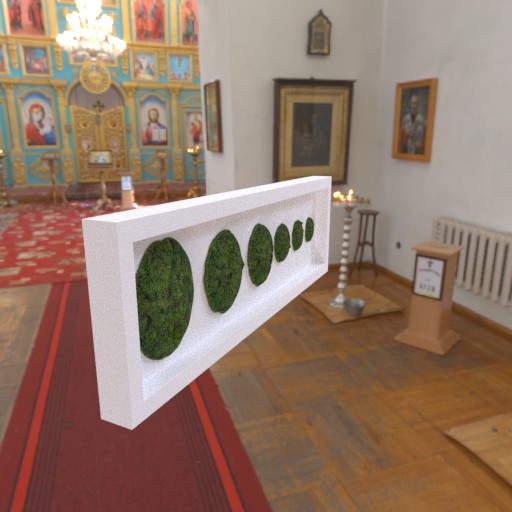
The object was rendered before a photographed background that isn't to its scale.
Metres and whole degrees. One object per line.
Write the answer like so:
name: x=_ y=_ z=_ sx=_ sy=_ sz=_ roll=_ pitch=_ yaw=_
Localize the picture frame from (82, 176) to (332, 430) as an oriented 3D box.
picture frame: x=0.000 y=0.000 z=0.836 sx=0.050 sy=0.250 sz=0.759 roll=7 pitch=16 yaw=26
